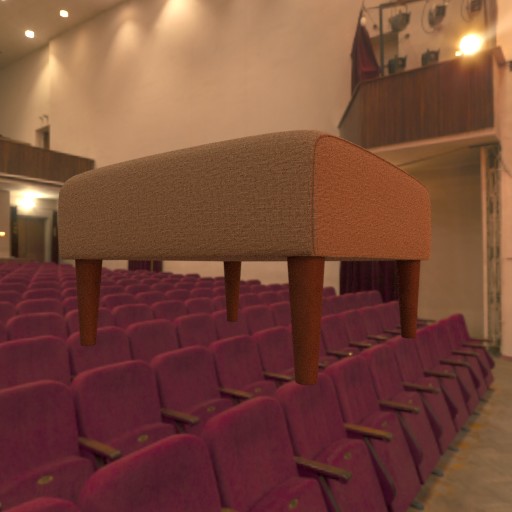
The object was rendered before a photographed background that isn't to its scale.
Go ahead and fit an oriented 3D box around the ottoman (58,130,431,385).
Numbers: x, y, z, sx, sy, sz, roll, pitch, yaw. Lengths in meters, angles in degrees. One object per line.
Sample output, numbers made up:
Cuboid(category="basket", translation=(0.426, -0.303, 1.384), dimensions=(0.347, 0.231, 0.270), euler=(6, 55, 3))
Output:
Cuboid(category="ottoman", translation=(0.000, 0.000, 1.042), dimensions=(0.650, 0.398, 0.649), euler=(-1, -2, 35))
